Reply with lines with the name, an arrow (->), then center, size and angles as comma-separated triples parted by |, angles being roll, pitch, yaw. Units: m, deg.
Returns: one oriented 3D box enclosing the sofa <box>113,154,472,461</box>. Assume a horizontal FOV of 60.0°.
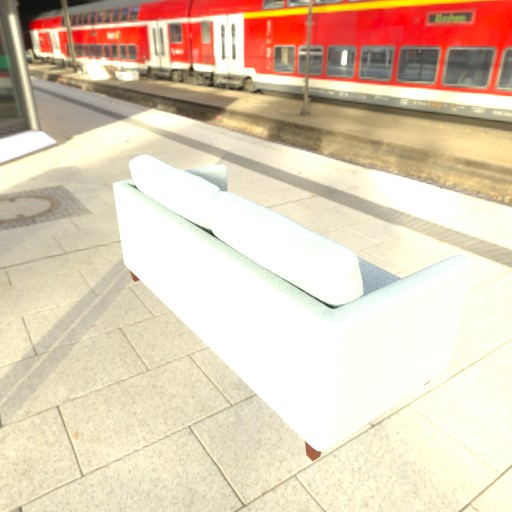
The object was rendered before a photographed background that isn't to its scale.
sofa -> 0.000, 0.000, 2.703 | 0.951, 0.965, 2.208 | -18, 31, -32
